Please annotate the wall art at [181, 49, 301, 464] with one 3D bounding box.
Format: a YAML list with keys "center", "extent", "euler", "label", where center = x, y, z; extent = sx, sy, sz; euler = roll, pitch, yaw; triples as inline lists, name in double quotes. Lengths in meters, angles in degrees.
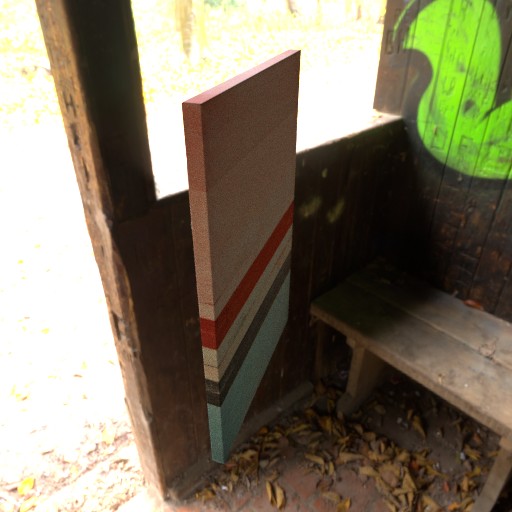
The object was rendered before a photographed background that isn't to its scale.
- center: [0.000, 0.000, 1.160]
  extent: [0.038, 0.914, 0.610]
  euler: [11, 34, 16]
  label: "wall art"
